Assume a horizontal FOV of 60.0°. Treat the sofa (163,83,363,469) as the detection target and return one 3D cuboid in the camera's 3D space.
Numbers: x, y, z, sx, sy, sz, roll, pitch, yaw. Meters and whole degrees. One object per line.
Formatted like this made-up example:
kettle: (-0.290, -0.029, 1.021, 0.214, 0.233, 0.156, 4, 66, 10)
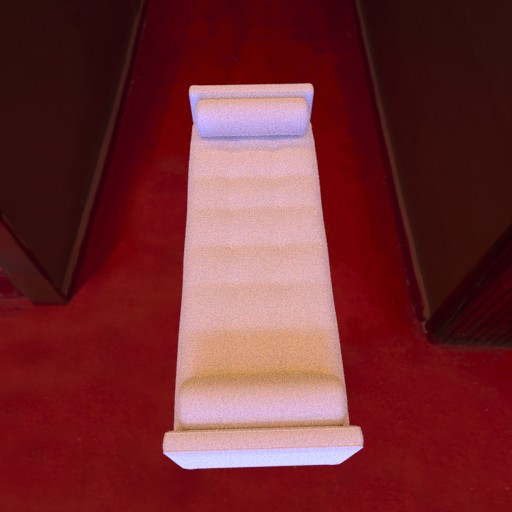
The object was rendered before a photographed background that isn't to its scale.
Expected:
sofa: (0.000, 0.000, 2.334, 0.746, 0.641, 1.985, -1, 59, -1)
